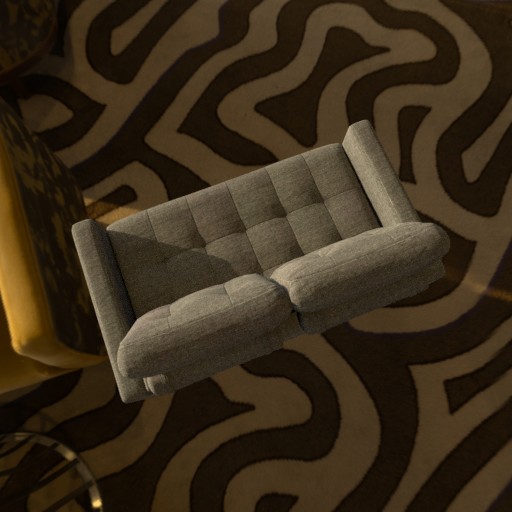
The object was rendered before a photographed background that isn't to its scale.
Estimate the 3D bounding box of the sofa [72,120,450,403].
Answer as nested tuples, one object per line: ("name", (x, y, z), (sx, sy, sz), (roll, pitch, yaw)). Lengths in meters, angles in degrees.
("sofa", (0.000, 0.000, 1.968), (1.407, 0.907, 0.842), (-21, 76, -5))
